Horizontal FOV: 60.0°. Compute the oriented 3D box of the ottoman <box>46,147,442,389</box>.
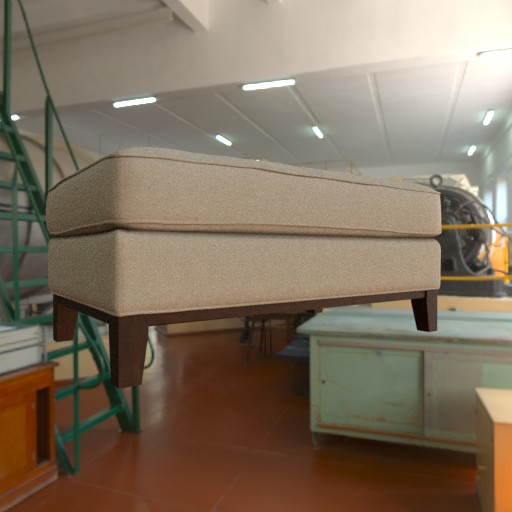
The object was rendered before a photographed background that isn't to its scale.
[{"bbox_3d":[0.000,0.000,1.425,1.143,0.508,0.648,0,1,-36],"label":"ottoman"}]
